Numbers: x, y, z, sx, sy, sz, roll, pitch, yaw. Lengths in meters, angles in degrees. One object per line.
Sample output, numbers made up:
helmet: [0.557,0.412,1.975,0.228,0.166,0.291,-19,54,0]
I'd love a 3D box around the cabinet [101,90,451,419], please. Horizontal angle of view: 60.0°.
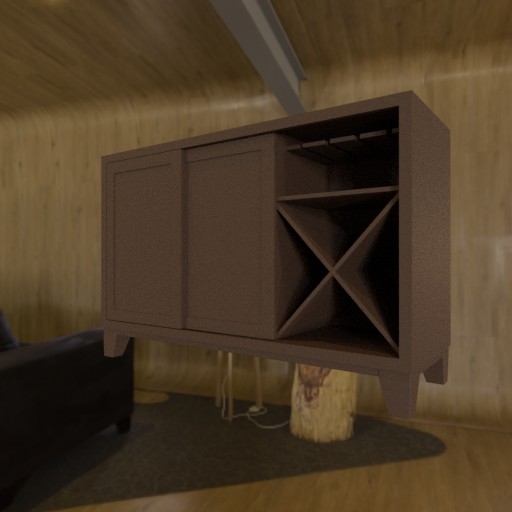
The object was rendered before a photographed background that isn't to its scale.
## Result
cabinet: [0.000,0.000,1.822,1.396,0.914,0.482,0,0,35]
